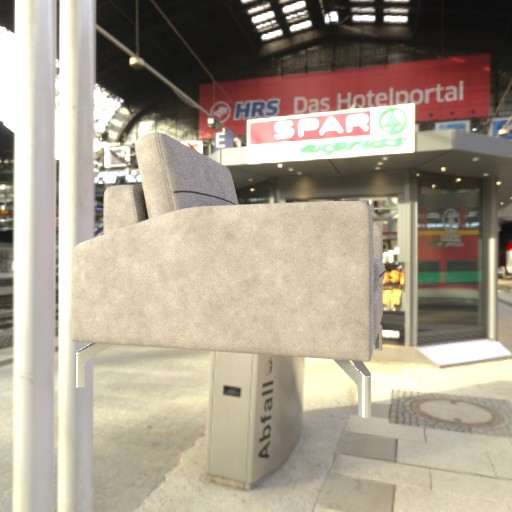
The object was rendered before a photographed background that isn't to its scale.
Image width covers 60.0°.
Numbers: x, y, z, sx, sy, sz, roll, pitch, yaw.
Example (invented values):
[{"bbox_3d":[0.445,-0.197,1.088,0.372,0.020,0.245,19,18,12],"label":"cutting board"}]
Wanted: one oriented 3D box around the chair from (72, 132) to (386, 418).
[{"bbox_3d":[0.000,0.000,1.625,0.900,0.800,0.900,0,0,18],"label":"chair"}]
